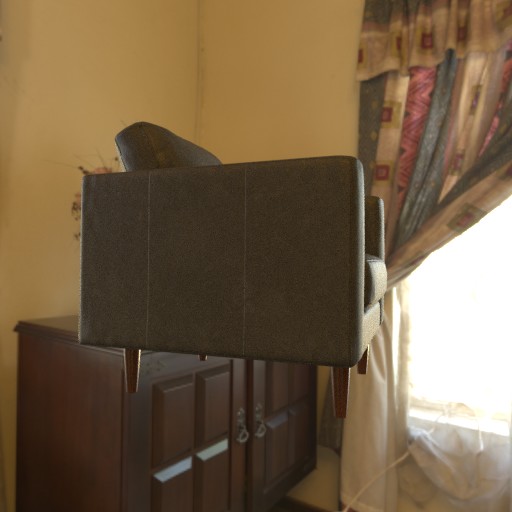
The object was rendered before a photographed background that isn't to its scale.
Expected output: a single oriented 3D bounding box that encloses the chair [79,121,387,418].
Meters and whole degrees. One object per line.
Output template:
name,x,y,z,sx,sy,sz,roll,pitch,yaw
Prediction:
chair,0.000,0.000,1.588,0.879,0.898,0.831,0,-1,20
